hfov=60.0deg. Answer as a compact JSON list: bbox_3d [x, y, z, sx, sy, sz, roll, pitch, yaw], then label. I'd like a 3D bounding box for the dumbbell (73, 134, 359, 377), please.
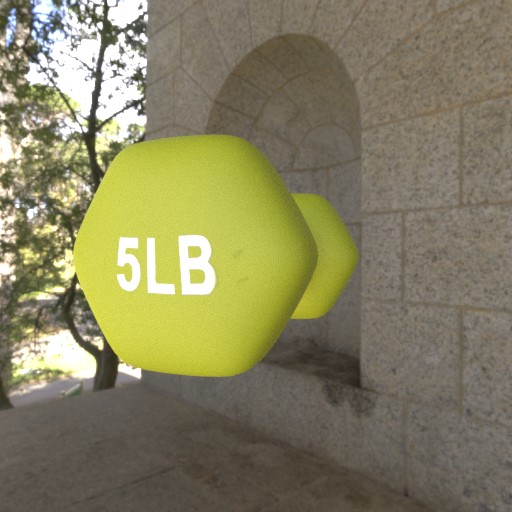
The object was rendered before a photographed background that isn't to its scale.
[{"bbox_3d":[0.000,0.000,0.200,0.080,0.072,0.164,0,0,19],"label":"dumbbell"}]
